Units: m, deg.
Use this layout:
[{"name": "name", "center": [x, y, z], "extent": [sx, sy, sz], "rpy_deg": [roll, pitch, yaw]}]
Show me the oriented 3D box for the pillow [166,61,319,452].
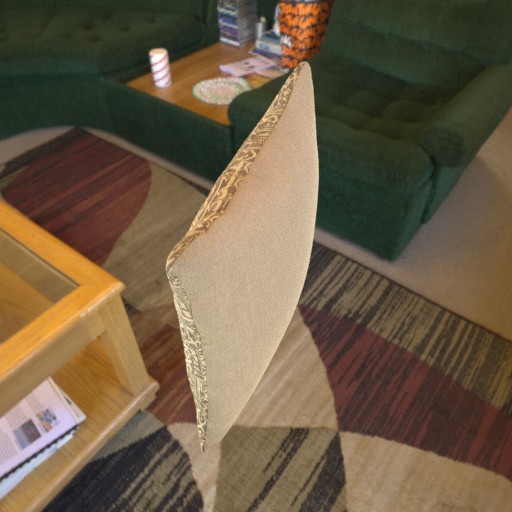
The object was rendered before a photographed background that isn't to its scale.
[{"name": "pillow", "center": [0.000, 0.000, 0.790], "extent": [0.180, 0.487, 0.546], "rpy_deg": [14, 48, 13]}]
